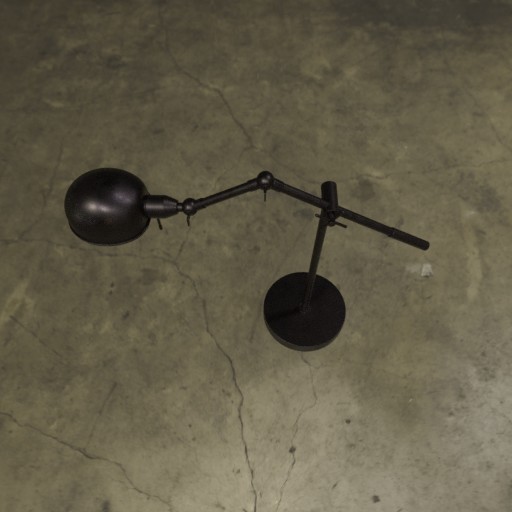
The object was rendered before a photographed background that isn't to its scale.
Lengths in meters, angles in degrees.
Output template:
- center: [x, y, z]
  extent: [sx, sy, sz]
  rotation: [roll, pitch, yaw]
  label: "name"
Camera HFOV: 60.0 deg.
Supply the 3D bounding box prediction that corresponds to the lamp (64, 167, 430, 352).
- center: [0.000, 0.000, 0.814]
  extent: [0.567, 0.495, 0.185]
  rotation: [1, 58, 1]
  label: "lamp"
